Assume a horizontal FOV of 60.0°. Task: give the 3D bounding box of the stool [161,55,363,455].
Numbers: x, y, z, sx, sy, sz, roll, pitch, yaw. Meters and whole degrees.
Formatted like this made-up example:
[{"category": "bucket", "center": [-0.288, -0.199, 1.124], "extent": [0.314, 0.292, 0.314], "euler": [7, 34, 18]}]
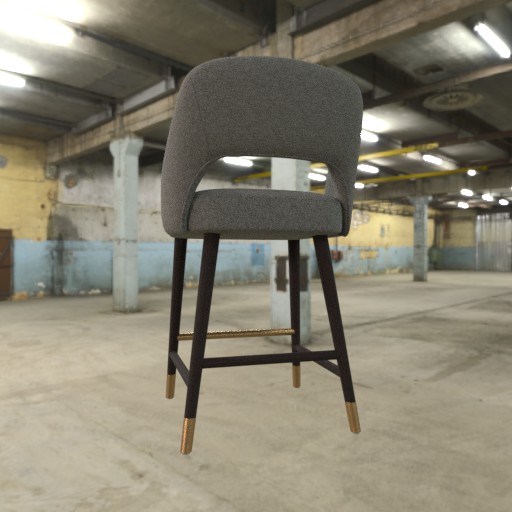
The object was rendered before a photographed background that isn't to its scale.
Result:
[{"category": "stool", "center": [0.000, 0.000, 1.266], "extent": [0.536, 0.925, 0.524], "euler": [0, 0, -16]}]
